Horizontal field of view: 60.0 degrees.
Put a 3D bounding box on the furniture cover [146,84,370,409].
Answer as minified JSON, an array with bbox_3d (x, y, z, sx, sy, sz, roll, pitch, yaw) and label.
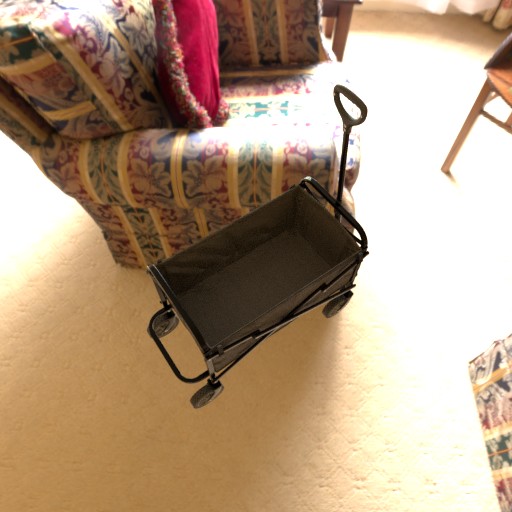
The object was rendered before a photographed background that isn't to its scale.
[{"bbox_3d":[0.000,0.000,1.848,1.038,1.295,0.532,-31,63,-18],"label":"furniture cover"}]
